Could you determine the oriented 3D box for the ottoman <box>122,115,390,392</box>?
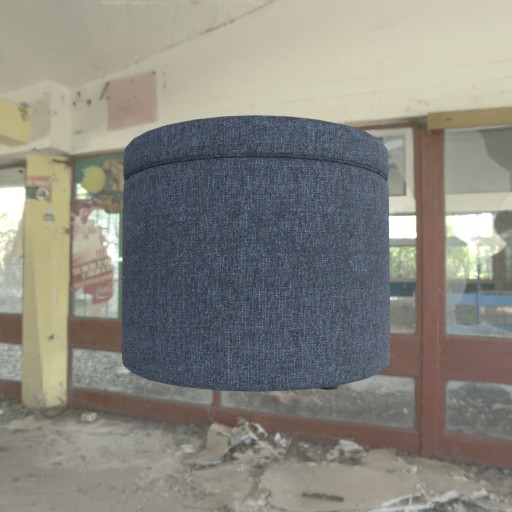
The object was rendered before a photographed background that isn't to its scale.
[{"bbox_3d":[0.000,0.000,0.863,0.500,0.419,0.500,0,-2,0],"label":"ottoman"}]
